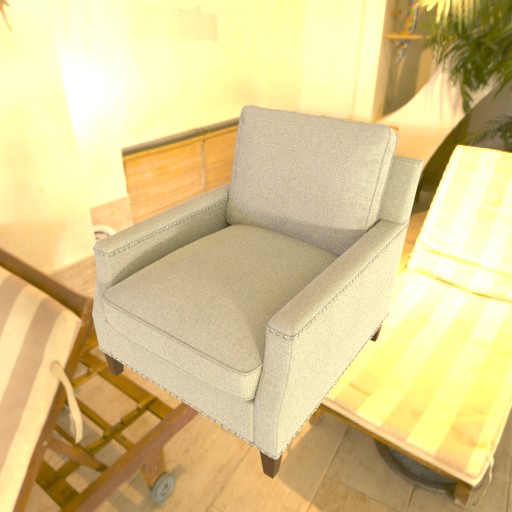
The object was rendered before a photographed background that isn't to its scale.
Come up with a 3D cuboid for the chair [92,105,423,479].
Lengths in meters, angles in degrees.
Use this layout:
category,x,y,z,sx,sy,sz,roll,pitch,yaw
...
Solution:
category,x,y,z,sx,sy,sz,roll,pitch,yaw
chair,0.000,0.000,1.700,0.853,0.943,1.014,20,35,31
